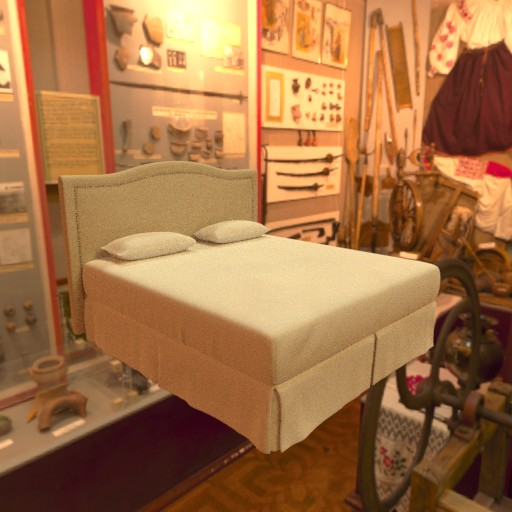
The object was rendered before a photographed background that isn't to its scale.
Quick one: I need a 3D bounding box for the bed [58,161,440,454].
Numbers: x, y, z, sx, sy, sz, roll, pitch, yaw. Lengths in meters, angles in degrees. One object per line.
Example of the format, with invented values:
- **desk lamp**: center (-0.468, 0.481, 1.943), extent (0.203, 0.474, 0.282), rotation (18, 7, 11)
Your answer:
- **bed**: center (0.000, 0.000, 3.452), extent (2.182, 1.421, 2.083), rotation (13, 18, 43)
